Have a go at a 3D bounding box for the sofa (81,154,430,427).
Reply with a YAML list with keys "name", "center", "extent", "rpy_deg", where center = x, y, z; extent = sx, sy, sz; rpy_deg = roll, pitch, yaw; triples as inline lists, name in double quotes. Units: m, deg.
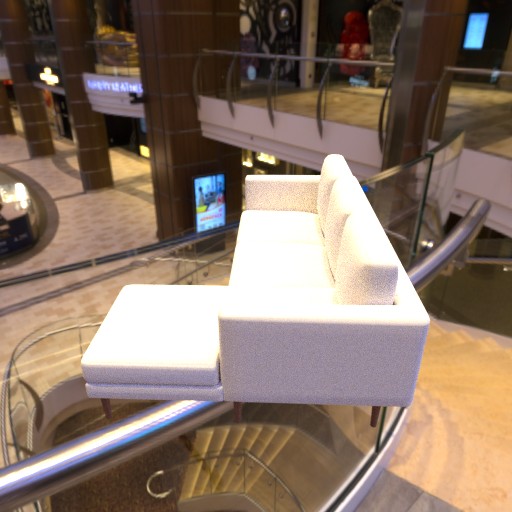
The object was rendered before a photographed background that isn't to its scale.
- name: "sofa"
  center: [0.000, 0.000, 2.896]
  extent: [1.580, 0.899, 2.029]
  rpy_deg: [1, 28, 2]
